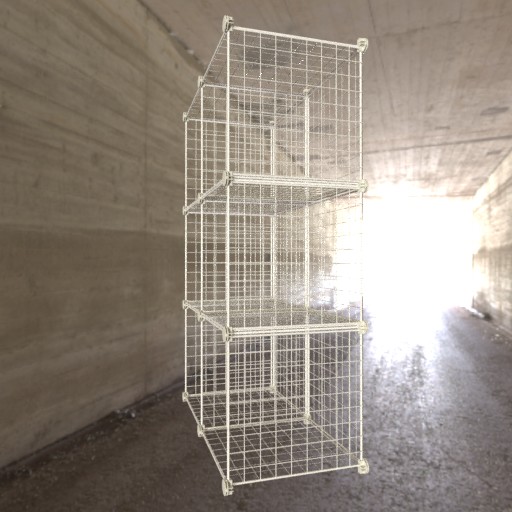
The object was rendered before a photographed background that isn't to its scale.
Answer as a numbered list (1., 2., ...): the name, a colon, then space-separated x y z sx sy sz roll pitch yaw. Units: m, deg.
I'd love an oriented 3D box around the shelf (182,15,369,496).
1. shelf: 0.000 0.000 1.363 0.356 1.067 0.711 0 0 -17
